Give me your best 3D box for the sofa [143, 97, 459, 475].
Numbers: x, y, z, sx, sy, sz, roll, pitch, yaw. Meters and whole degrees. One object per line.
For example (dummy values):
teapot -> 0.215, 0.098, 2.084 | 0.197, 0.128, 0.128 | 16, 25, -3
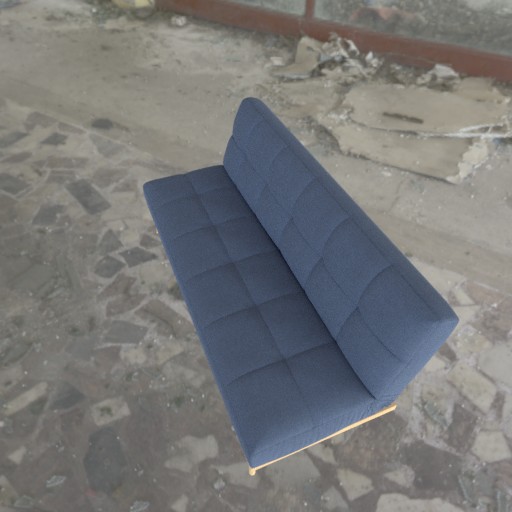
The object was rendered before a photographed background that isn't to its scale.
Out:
sofa -> 0.000, 0.000, 2.232 | 0.796, 0.800, 1.800 | -16, 48, -16
